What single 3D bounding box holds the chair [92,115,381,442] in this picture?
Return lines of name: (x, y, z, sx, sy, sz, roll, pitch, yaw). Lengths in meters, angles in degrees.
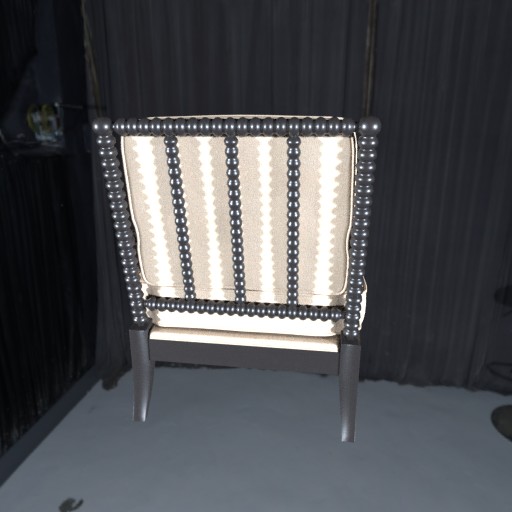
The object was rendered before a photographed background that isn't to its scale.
chair: (0.000, 0.000, 1.178, 0.555, 0.703, 0.657, 2, 16, 8)
